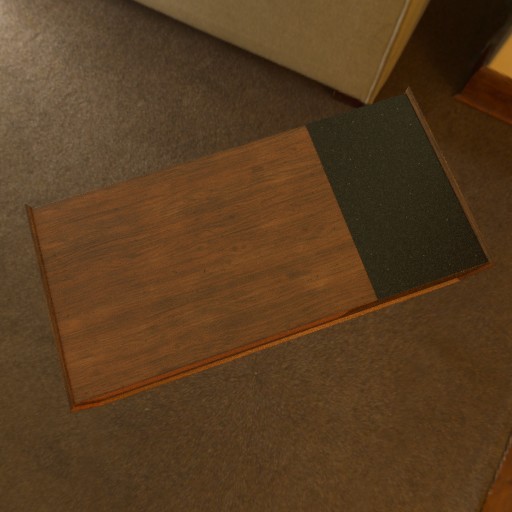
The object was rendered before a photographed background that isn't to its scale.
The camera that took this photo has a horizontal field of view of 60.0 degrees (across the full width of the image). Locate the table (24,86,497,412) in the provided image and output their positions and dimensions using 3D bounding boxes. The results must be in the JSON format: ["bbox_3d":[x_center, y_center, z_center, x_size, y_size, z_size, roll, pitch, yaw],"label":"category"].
[{"bbox_3d":[0.000,0.000,1.512,1.221,0.508,0.610,-18,76,-5],"label":"table"}]
